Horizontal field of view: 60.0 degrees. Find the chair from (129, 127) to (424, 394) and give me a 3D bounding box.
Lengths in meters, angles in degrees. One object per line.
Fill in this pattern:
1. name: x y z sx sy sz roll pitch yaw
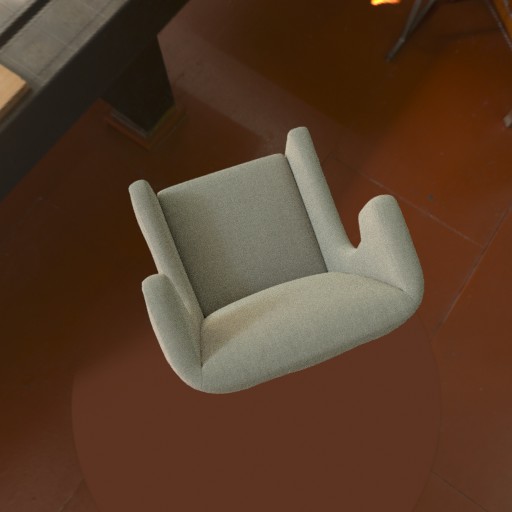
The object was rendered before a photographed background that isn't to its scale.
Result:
1. chair: 0.000 0.000 1.691 0.778 1.079 0.899 -20 75 -6
